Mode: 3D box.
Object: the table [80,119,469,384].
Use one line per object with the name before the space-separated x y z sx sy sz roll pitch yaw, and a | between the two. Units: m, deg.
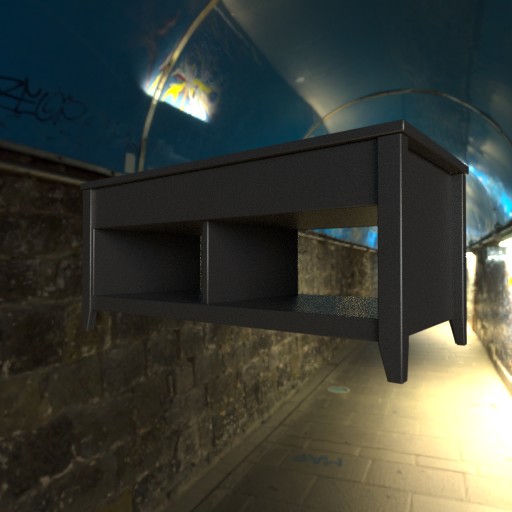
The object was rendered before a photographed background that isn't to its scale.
table | 0.000 0.000 1.260 1.016 0.457 0.483 -1 -1 38
